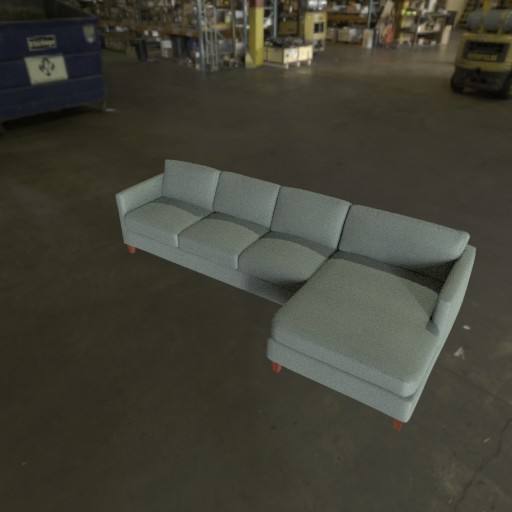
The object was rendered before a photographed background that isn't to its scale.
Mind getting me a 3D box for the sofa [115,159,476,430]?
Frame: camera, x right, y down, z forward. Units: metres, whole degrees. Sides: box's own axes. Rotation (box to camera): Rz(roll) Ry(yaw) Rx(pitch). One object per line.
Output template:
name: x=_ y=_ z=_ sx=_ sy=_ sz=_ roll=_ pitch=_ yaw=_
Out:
sofa: x=0.000 y=0.000 z=4.112 sx=3.471 sy=0.950 sz=1.604 roll=19 pitch=36 yaw=28
